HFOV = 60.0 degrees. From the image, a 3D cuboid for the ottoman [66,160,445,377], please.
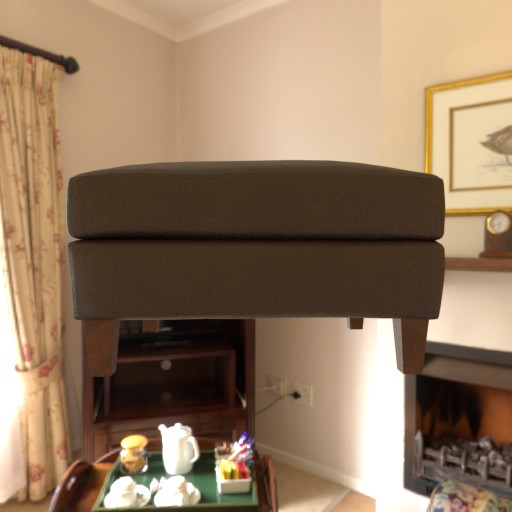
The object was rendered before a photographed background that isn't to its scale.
[{"bbox_3d":[0.000,0.000,1.293,0.887,0.529,0.659,0,2,-1],"label":"ottoman"}]
